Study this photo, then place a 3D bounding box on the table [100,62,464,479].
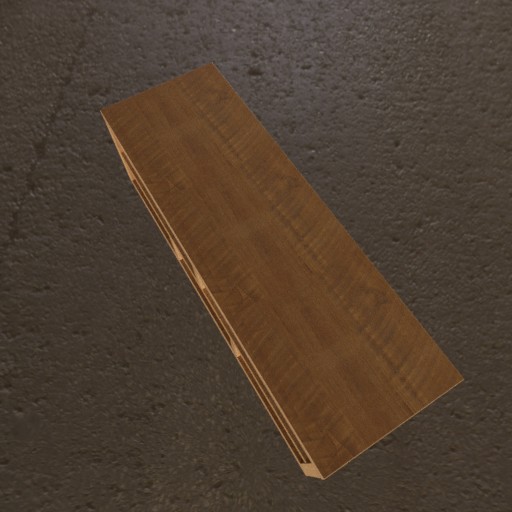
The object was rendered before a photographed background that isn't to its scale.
[{"bbox_3d":[0.000,0.000,1.721,0.499,0.491,1.499,-29,68,-13],"label":"table"}]
